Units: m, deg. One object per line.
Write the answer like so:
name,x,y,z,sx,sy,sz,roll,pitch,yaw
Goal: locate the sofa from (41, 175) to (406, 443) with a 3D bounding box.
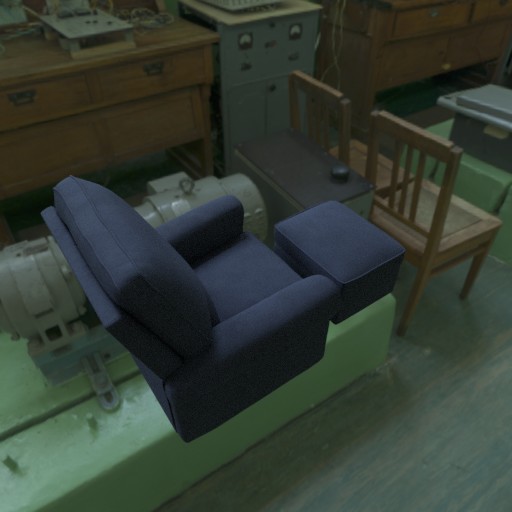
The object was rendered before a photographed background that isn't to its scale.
sofa,0.000,0.000,1.976,1.478,0.959,0.880,-25,47,-25
